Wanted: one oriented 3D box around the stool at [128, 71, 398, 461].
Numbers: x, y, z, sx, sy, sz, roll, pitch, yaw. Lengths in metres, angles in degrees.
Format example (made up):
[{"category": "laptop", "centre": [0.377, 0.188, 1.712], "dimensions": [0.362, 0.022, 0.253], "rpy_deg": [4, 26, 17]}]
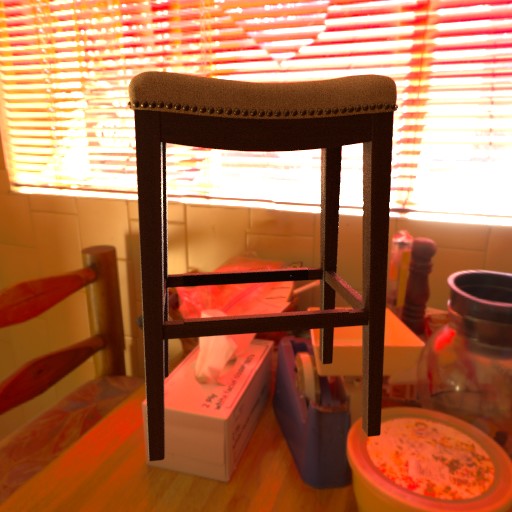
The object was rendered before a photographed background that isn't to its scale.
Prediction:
[{"category": "stool", "centre": [0.000, 0.000, 1.030], "dimensions": [0.509, 0.768, 0.363], "rpy_deg": [-2, 15, -9]}]
